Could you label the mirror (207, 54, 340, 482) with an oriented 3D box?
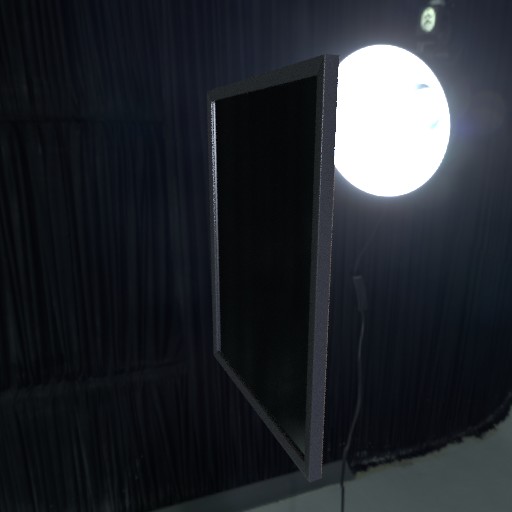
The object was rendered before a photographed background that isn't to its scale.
[{"bbox_3d":[0.000,0.000,1.354,0.040,1.016,0.762,-6,16,-23],"label":"mirror"}]
